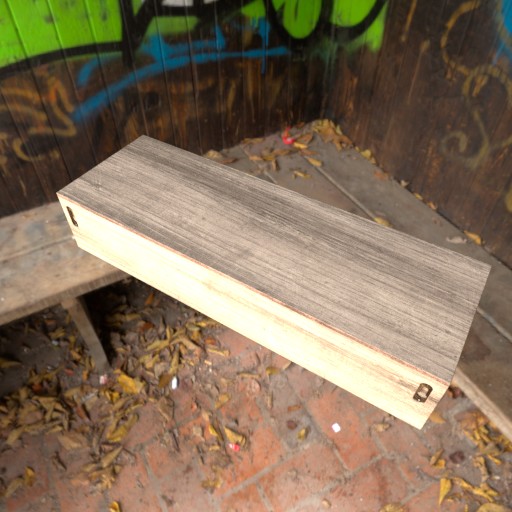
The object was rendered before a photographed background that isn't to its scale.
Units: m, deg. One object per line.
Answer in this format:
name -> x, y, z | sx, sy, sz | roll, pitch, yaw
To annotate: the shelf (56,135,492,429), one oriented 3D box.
shelf -> 0.000, 0.000, 0.683 | 0.610, 0.125, 0.200 | 24, 51, 21
